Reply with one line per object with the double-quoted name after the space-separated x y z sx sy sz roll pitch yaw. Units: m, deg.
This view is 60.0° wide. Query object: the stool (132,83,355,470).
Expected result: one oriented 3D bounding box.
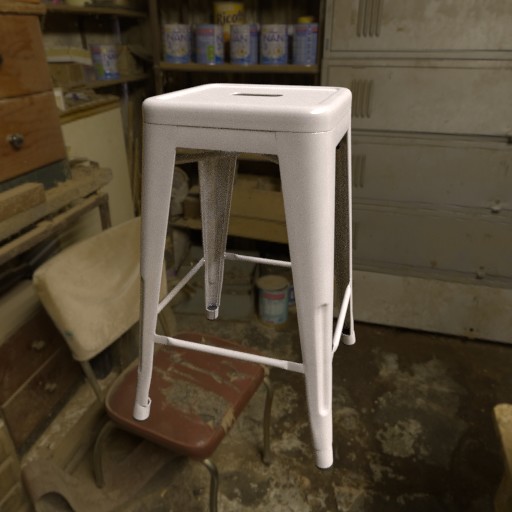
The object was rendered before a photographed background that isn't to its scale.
0.000 0.000 0.876 0.406 0.610 0.406 8 27 16 "stool"
